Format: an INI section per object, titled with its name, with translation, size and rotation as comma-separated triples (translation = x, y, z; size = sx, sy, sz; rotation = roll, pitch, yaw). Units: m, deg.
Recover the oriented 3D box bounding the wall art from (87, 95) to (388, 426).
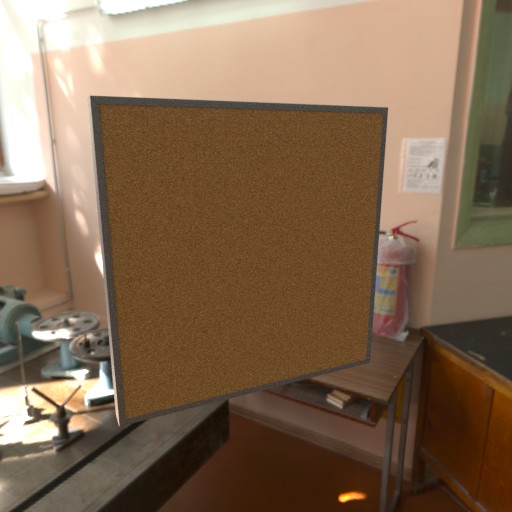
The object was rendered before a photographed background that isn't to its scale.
[wall art]
translation = 0.000, 0.000, 0.533
size = 0.349, 0.349, 0.028
rotation = -7, 16, -24
